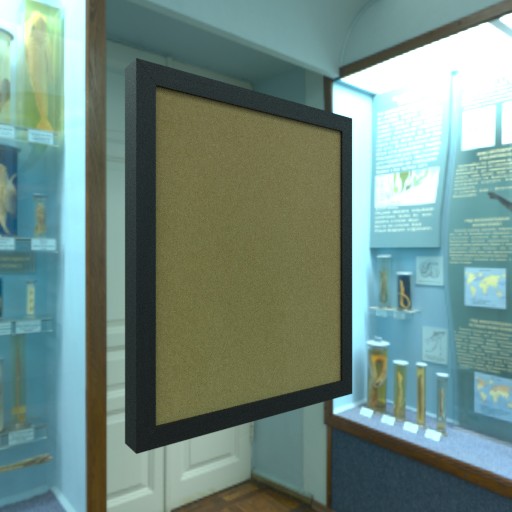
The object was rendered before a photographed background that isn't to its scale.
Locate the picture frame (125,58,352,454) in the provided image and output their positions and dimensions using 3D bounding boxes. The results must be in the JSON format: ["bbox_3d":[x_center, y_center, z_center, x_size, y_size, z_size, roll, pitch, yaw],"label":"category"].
[{"bbox_3d":[0.000,0.000,0.775,0.452,0.555,0.044,0,0,-37],"label":"picture frame"}]
